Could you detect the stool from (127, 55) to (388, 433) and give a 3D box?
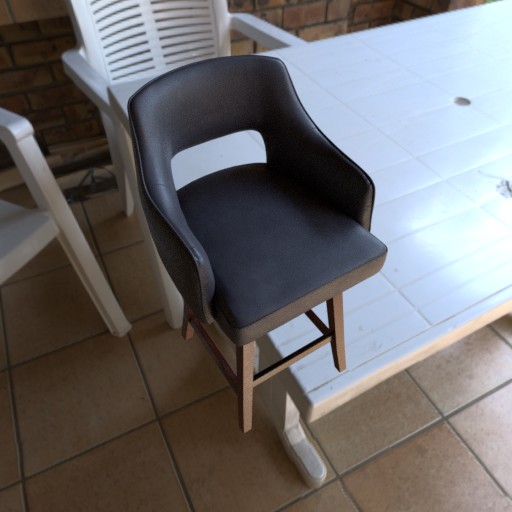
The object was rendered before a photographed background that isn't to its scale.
[{"bbox_3d":[0.000,0.000,1.288,0.550,0.936,0.560,-25,51,-22],"label":"stool"}]
